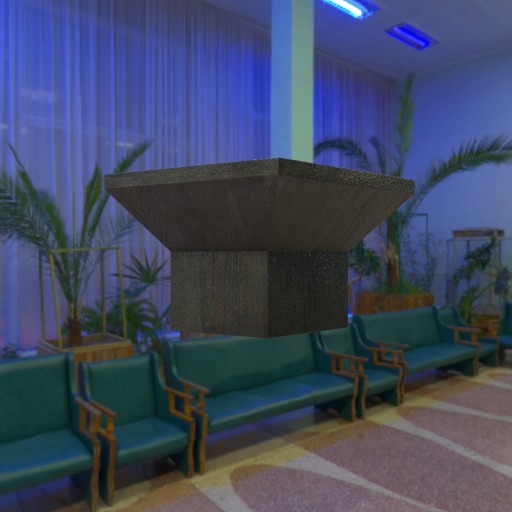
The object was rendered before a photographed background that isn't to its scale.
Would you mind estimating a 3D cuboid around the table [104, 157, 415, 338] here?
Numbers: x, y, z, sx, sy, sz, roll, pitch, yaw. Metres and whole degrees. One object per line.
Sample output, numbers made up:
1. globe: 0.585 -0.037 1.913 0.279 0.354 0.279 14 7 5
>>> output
1. table: 0.000 0.000 1.647 1.115 0.488 0.966 0 0 -36
